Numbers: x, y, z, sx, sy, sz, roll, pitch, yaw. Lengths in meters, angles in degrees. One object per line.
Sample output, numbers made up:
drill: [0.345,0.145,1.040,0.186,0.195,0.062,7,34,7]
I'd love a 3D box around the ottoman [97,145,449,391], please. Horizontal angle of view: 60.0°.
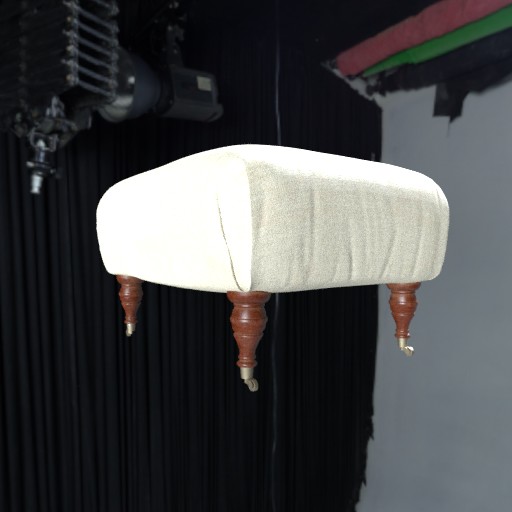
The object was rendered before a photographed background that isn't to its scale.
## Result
ottoman: [0.000,0.000,1.129,0.622,0.450,0.747,0,1,-36]
